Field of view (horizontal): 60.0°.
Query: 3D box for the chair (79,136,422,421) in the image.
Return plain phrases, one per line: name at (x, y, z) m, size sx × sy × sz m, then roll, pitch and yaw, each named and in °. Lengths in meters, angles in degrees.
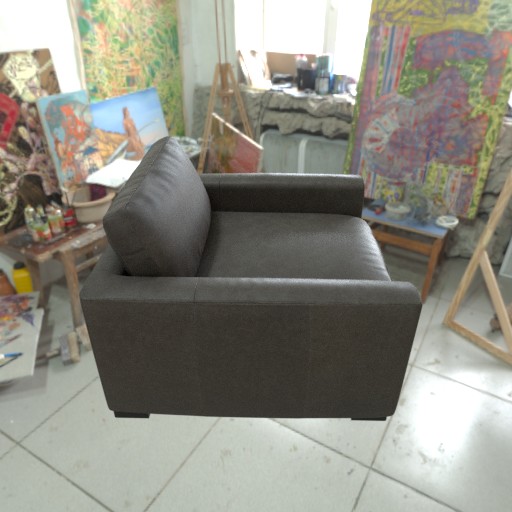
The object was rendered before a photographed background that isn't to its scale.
chair at (0.000, 0.000, 1.868) m, size 1.080 × 0.807 × 1.106 m, roll 1°, pitch 32°, yaw 1°
